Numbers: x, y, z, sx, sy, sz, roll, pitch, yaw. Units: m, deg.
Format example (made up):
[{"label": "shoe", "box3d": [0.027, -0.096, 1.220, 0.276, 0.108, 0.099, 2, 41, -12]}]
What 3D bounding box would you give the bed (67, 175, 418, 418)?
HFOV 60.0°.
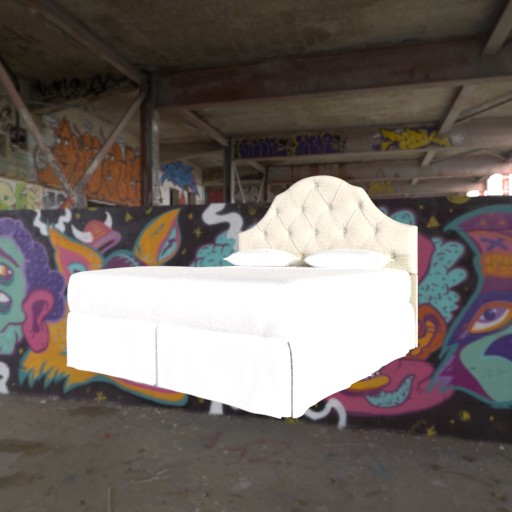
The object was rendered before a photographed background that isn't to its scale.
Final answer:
[{"label": "bed", "box3d": [0.000, 0.000, 3.590, 2.008, 1.615, 2.214, 0, 0, 35]}]
